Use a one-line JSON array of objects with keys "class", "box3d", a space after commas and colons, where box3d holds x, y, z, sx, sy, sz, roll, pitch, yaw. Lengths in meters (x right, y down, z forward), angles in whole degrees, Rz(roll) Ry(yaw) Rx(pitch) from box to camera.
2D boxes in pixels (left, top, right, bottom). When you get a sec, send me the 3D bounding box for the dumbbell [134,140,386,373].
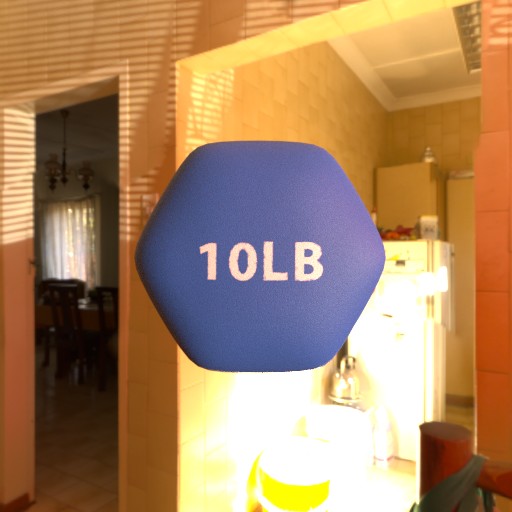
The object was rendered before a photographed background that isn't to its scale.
[{"class": "dumbbell", "box3d": [0.000, 0.000, 0.267, 0.103, 0.093, 0.212, 0, 0, -1]}]
